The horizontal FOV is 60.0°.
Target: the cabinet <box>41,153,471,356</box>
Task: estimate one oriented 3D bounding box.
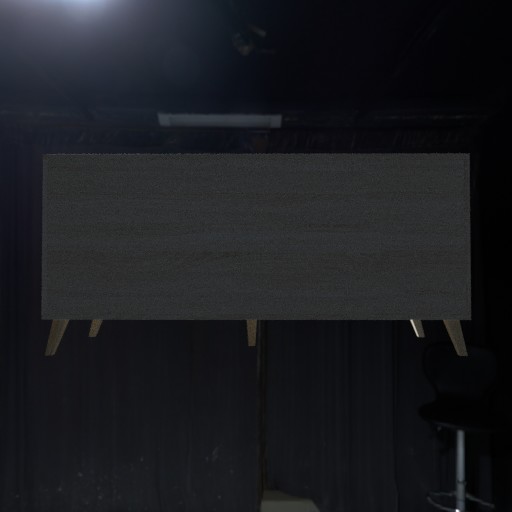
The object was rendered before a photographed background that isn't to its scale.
[{"bbox_3d":[0.000,0.000,1.956,1.649,0.780,0.500,0,-1,0],"label":"cabinet"}]
